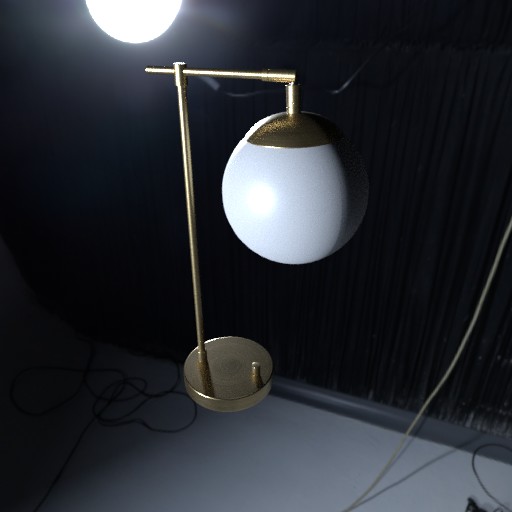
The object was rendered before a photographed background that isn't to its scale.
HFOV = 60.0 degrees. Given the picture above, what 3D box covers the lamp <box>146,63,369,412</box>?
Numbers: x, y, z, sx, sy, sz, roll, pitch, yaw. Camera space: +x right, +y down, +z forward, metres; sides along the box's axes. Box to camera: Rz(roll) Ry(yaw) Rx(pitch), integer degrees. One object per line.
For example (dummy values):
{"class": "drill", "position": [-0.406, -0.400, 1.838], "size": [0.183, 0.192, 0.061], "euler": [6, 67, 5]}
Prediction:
{"class": "lamp", "position": [0.000, 0.000, 0.707], "size": [0.324, 0.559, 0.207], "euler": [10, 30, 17]}
